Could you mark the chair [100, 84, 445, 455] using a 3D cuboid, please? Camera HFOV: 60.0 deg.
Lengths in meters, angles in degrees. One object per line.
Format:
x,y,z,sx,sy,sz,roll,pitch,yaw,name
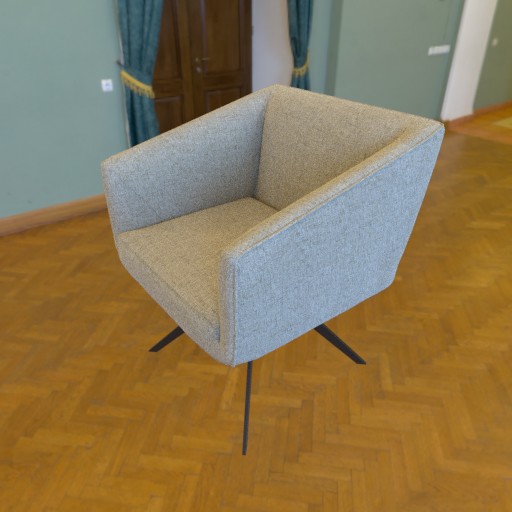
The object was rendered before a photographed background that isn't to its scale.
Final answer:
0.000,0.000,1.233,0.623,0.760,0.628,-22,38,-32,chair
